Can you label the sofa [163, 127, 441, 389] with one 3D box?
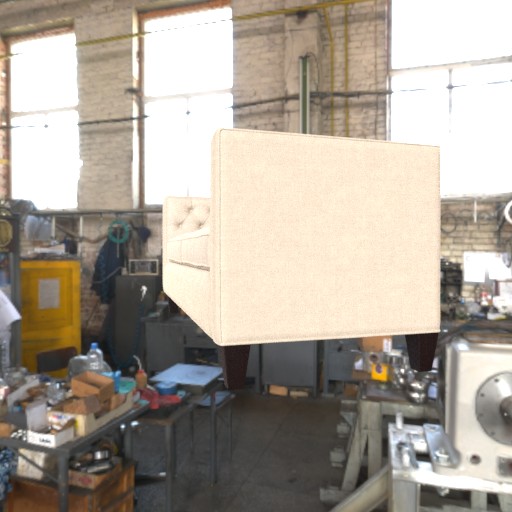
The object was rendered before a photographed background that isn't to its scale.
[{"bbox_3d":[0.000,0.000,2.216,0.775,0.762,1.778,0,1,-17],"label":"sofa"}]
